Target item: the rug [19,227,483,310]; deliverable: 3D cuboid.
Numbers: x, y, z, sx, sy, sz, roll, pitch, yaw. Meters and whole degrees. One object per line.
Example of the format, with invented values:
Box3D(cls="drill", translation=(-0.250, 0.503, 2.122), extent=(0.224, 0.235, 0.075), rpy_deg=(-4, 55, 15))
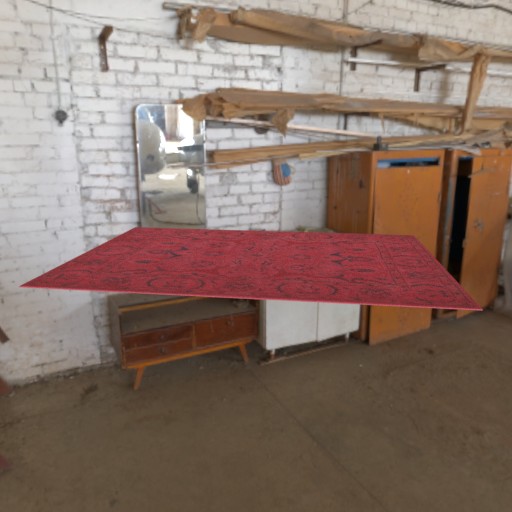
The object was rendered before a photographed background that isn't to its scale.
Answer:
Box3D(cls="rug", translation=(0.000, 0.000, 2.289), extent=(1.814, 0.008, 1.209), rpy_deg=(2, 16, 8))
